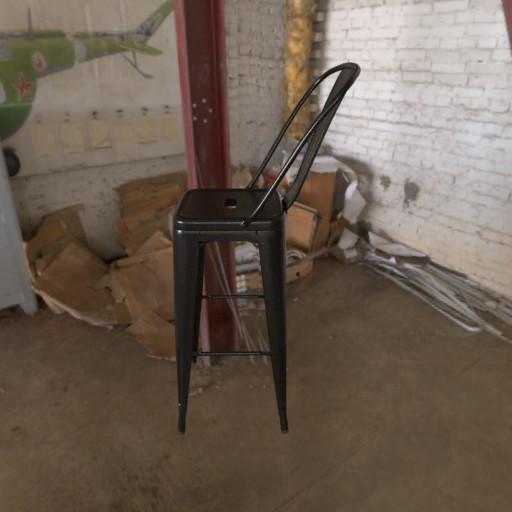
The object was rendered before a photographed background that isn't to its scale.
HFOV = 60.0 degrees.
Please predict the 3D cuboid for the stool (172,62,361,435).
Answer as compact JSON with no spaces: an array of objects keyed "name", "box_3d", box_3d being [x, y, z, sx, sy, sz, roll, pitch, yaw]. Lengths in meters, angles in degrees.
[{"name":"stool","box_3d":[0.000,0.000,1.369,0.513,1.096,0.399,0,25,-1]}]
